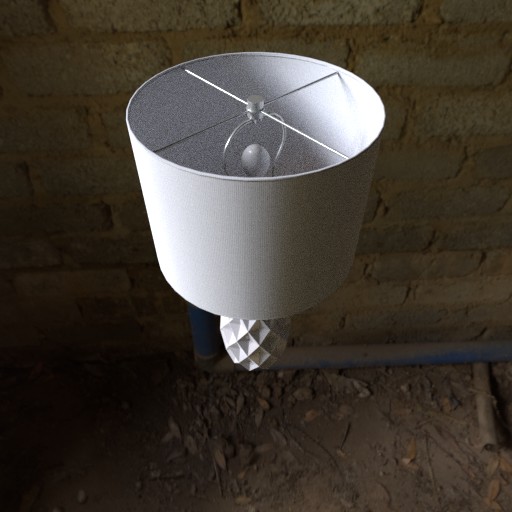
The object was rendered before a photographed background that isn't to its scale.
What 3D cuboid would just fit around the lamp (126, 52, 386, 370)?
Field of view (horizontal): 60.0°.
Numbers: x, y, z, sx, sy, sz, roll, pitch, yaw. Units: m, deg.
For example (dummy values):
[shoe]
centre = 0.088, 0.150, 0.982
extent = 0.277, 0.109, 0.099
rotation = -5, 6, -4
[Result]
[lamp]
centre = 0.000, 0.000, 0.701
extent = 0.297, 0.522, 0.297
rotation = 0, 46, 0
